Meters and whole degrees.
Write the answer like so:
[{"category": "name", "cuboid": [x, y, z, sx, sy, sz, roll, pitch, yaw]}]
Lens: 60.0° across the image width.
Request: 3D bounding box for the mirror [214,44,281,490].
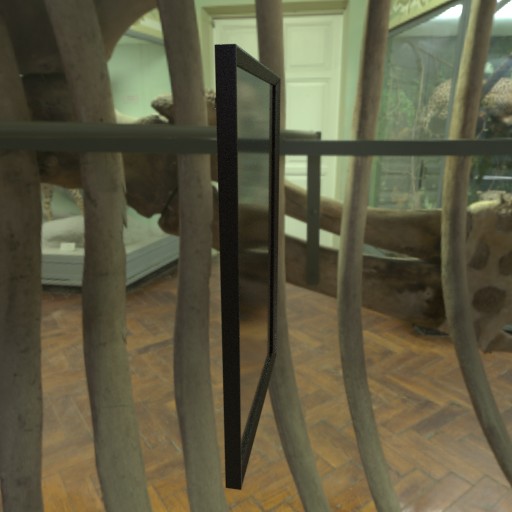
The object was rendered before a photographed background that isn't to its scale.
[{"category": "mirror", "cuboid": [0.000, 0.000, 1.152, 0.041, 0.915, 0.609, 3, 17, 10]}]
